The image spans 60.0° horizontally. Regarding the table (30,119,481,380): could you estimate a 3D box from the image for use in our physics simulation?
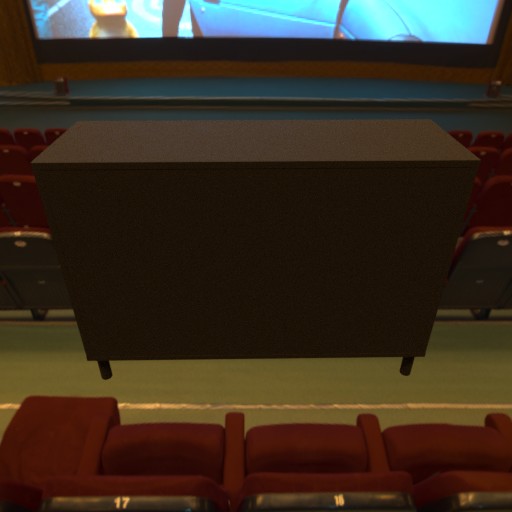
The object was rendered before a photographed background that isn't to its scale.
[{"bbox_3d":[0.000,0.000,1.579,1.200,0.855,0.400,-1,33,-1],"label":"table"}]
